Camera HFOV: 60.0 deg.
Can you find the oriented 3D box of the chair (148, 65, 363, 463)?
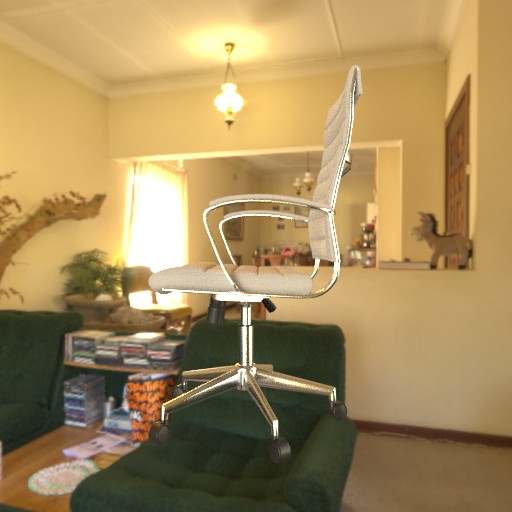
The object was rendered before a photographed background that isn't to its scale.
[{"bbox_3d":[0.000,0.000,1.549,0.667,1.149,0.679,0,1,0],"label":"chair"}]
